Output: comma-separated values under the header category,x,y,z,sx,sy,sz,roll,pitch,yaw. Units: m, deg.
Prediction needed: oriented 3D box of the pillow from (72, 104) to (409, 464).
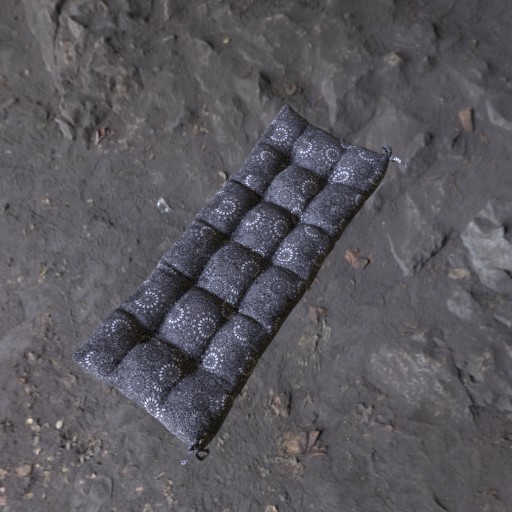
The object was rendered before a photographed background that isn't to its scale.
category,x,y,z,sx,sy,sz,roll,pitch,yaw
pillow,0.000,0.000,1.383,0.511,0.174,1.194,31,68,14
